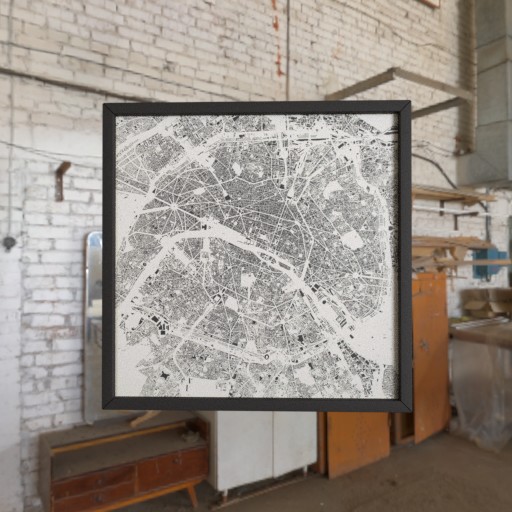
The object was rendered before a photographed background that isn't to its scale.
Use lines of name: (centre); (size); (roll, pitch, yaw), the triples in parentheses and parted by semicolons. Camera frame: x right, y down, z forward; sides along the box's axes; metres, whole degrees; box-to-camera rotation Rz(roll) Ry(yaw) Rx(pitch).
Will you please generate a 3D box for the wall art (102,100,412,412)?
wall art: (0.000, 0.000, 0.453); (0.305, 0.305, 0.037); (0, 0, 2)
